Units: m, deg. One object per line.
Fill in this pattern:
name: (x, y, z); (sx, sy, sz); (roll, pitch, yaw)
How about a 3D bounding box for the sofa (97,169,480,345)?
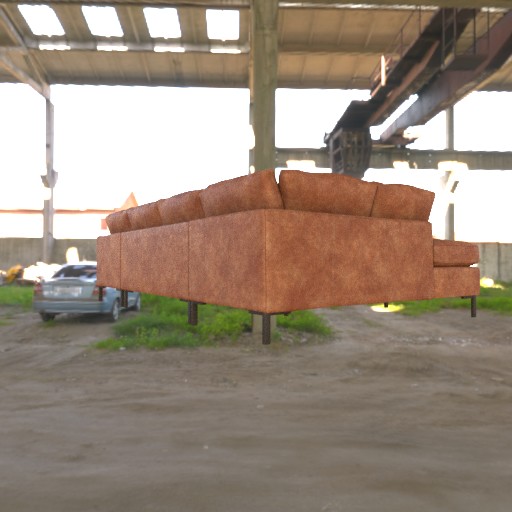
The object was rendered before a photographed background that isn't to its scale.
sofa: (0.000, 0.000, 3.868); (1.939, 0.900, 2.956); (0, -1, -35)
